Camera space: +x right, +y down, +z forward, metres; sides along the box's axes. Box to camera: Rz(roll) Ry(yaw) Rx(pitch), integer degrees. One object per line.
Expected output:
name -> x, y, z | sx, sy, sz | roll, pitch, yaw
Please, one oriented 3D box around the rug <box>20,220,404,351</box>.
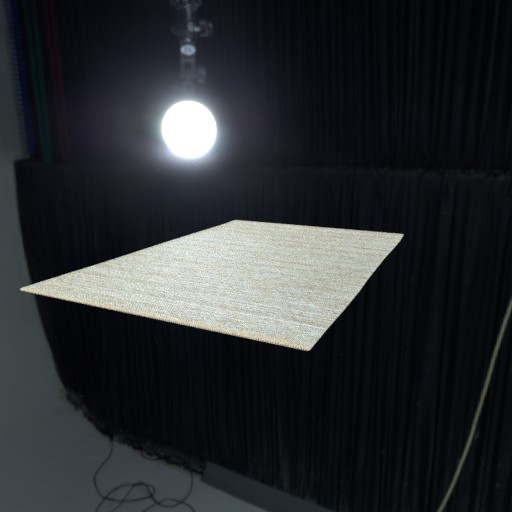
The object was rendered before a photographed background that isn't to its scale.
rug -> 0.000, 0.000, 2.324 | 1.240, 0.010, 1.824 | 7, 16, 25
